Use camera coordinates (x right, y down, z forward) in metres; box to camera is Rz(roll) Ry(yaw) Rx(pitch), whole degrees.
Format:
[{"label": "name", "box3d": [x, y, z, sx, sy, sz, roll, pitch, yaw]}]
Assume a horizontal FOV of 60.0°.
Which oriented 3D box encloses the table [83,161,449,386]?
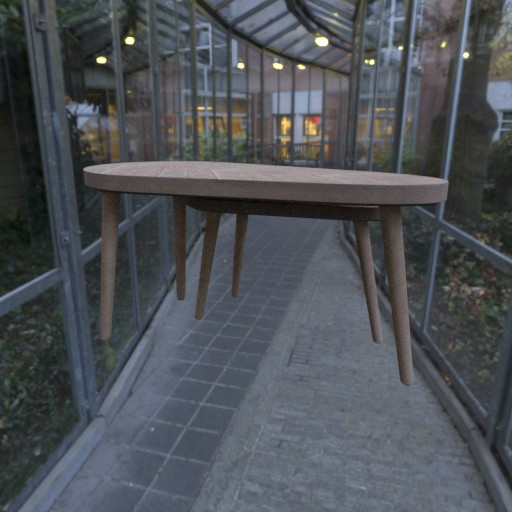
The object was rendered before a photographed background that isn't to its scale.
[{"label": "table", "box3d": [0.000, 0.000, 1.542, 1.190, 0.595, 0.701, 9, 18, 27]}]
